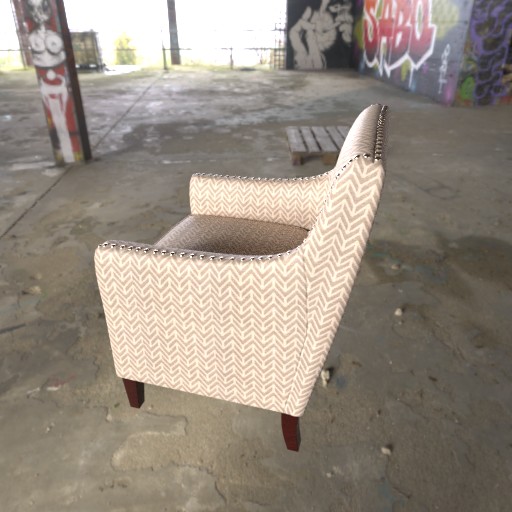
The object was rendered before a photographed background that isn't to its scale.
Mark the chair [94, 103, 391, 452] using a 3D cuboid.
[{"bbox_3d":[0.000,0.000,1.292,0.651,0.816,0.623,8,29,14],"label":"chair"}]
